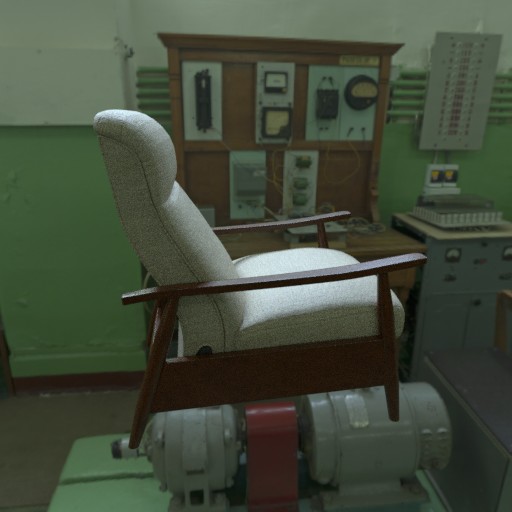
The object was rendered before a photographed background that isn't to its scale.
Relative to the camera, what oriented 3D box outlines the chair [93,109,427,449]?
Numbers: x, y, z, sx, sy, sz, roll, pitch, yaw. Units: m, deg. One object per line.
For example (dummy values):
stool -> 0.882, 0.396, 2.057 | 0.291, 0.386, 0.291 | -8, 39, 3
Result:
chair -> 0.000, 0.000, 1.736 | 1.014, 1.082, 0.762 | -3, 18, -8
